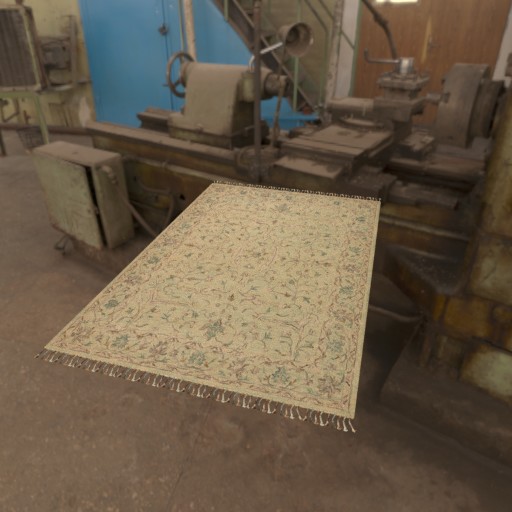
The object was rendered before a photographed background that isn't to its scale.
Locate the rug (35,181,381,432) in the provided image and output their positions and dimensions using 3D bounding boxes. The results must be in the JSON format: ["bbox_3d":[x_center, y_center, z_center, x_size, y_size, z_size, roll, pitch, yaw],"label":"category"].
[{"bbox_3d":[0.000,0.000,2.948,1.544,0.010,2.435,8,32,14],"label":"rug"}]
